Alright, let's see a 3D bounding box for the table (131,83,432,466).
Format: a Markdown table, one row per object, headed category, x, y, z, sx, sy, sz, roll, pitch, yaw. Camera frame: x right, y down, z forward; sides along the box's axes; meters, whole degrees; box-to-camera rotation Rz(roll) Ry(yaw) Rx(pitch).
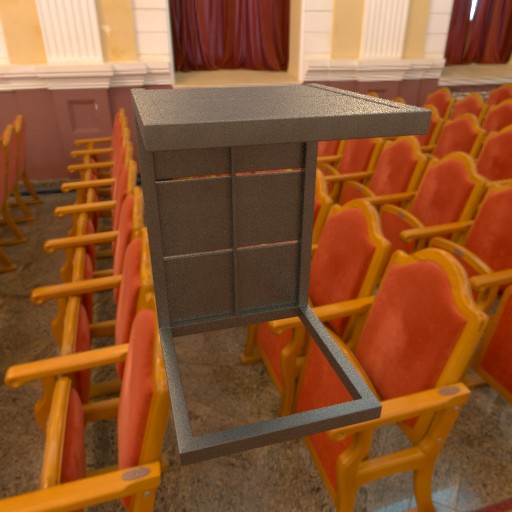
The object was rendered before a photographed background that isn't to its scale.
| category | x | y | z | sx | sy | sz | roll | pitch | yaw |
| --- | --- | --- | --- | --- | --- | --- | --- | --- | --- |
| table | 0.000 | 0.000 | 0.899 | 0.405 | 0.609 | 0.420 | -7 | 27 | -15 |
